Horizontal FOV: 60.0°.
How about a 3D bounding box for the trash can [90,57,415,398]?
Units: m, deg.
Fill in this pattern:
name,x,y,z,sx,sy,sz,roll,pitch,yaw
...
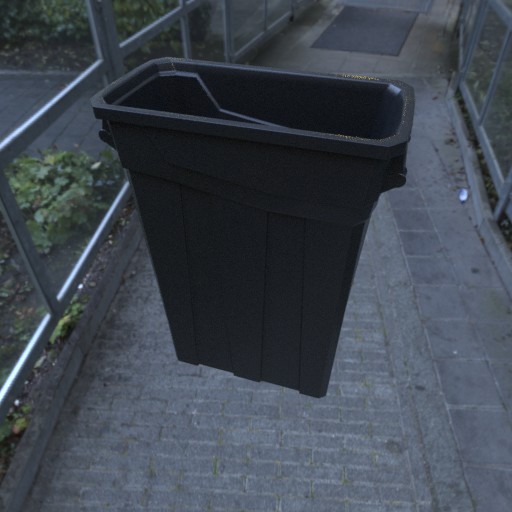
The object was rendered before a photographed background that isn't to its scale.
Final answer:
name,x,y,z,sx,sy,sz,roll,pitch,yaw
trash can,0.000,0.000,1.033,0.559,0.762,0.281,11,42,13
